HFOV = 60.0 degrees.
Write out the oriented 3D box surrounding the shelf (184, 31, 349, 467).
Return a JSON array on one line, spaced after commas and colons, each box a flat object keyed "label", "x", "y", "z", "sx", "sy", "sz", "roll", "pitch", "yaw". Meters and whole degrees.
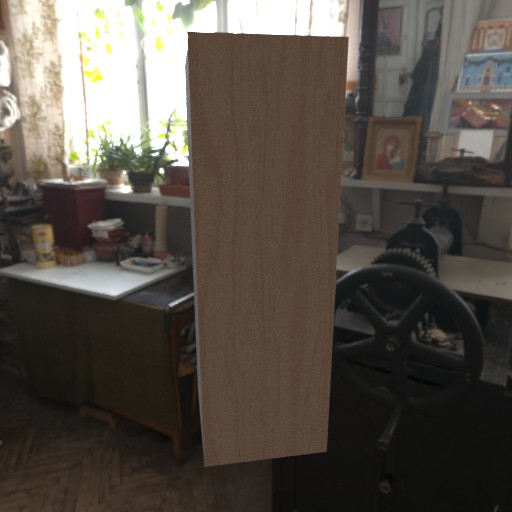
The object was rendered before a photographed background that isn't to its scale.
[{"label": "shelf", "x": 0.000, "y": 0.000, "z": 1.047, "sx": 0.290, "sy": 0.900, "sz": 0.300, "roll": -3, "pitch": 17, "yaw": -9}]
